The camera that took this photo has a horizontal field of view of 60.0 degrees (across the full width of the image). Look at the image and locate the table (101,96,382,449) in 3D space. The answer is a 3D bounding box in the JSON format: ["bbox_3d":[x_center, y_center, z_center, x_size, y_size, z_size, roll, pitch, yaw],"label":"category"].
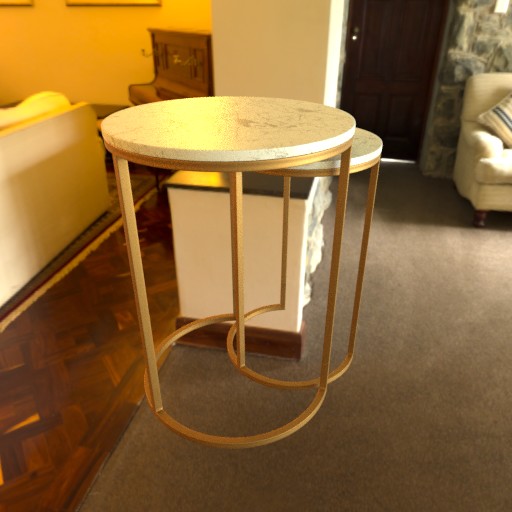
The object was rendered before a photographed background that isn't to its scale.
[{"bbox_3d":[0.000,0.000,0.880,0.507,0.550,0.400,-20,35,-32],"label":"table"}]
